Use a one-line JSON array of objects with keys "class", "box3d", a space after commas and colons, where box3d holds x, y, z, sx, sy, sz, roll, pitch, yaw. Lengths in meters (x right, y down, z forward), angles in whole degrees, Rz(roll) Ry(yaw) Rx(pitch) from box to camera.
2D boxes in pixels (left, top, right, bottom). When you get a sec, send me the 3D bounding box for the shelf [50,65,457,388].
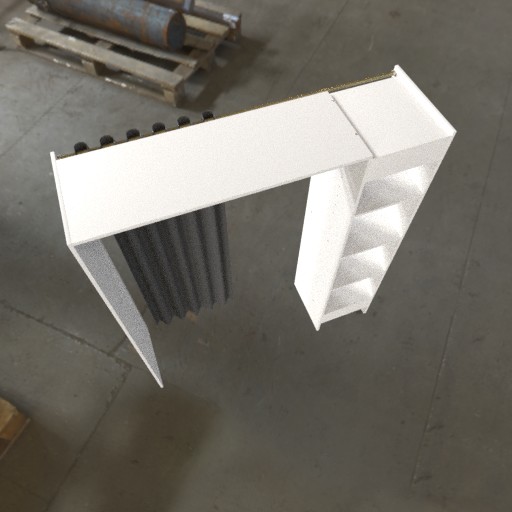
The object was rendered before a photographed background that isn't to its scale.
[{"class": "shelf", "box3d": [0.000, 0.000, 2.586, 1.600, 1.810, 0.500, -18, 60, -11]}]
